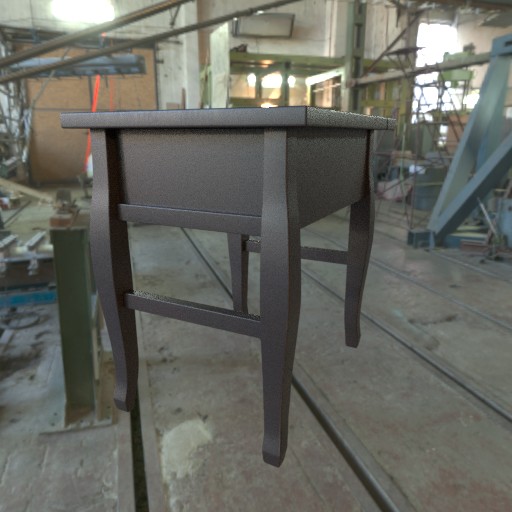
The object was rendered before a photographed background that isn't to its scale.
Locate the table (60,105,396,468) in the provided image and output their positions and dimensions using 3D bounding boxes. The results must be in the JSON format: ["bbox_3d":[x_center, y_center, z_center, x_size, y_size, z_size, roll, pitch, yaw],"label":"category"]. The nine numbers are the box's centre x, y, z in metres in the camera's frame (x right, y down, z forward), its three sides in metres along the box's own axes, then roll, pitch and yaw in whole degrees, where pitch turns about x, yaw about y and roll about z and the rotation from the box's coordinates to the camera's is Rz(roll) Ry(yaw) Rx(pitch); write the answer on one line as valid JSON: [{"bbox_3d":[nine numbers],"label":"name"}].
[{"bbox_3d":[0.000,0.000,1.007,0.460,0.605,0.602,8,17,26],"label":"table"}]
